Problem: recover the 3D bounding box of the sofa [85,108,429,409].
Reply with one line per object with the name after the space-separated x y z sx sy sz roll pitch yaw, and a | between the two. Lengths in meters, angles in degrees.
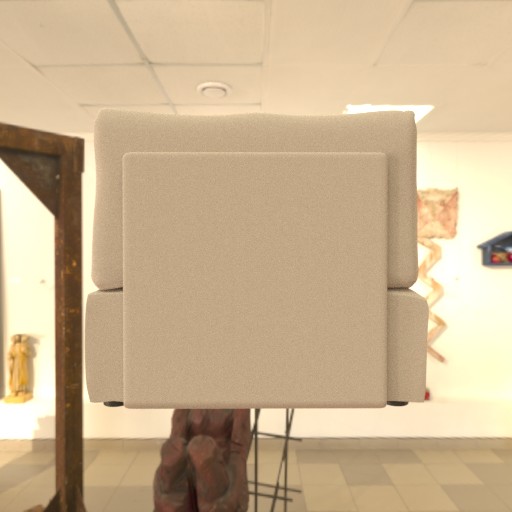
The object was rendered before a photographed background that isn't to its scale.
0.000 0.000 1.674 0.935 0.828 1.000 0 1 0 | sofa
